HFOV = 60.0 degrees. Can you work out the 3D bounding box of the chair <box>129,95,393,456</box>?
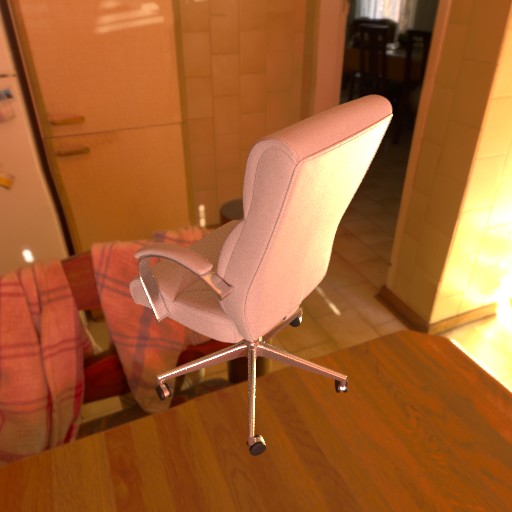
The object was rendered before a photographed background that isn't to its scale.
[{"bbox_3d":[0.000,0.000,1.571,0.745,1.099,0.727,21,37,30],"label":"chair"}]
